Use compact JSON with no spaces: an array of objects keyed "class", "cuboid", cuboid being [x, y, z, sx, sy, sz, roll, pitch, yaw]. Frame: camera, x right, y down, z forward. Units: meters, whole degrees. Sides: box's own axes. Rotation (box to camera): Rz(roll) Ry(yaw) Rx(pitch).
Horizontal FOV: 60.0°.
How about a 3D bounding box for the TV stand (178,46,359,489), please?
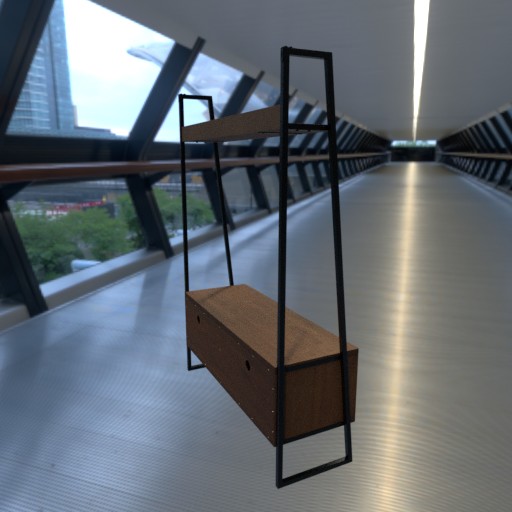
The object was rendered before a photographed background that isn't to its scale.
[{"class":"TV stand","cuboid":[0.000,0.000,2.358,0.432,1.772,1.250,-6,13,-26]}]
